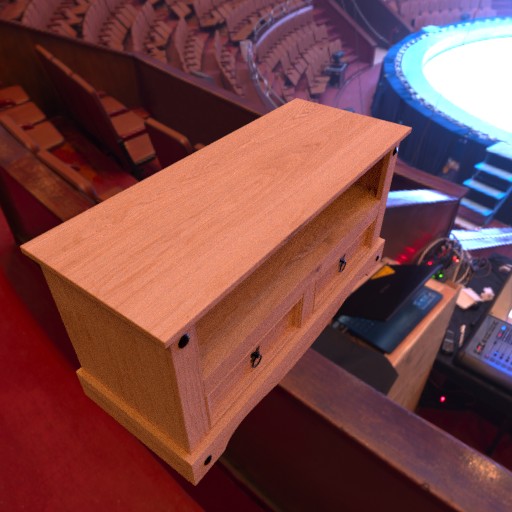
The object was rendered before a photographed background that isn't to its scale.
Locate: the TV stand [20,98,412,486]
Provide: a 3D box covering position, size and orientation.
[{"bbox_3d":[0.000,0.000,1.341,0.440,0.550,1.080,25,46,27],"label":"TV stand"}]
